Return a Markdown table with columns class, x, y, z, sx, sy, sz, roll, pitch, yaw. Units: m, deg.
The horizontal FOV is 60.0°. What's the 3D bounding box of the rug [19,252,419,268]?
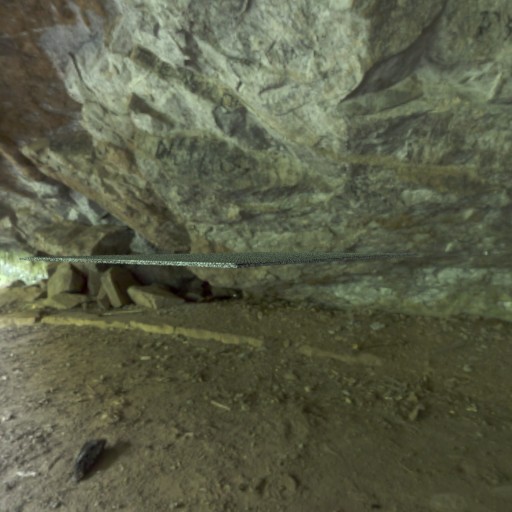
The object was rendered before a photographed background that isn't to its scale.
| class | x | y | z | sx | sy | sz | roll | pitch | yaw |
| --- | --- | --- | --- | --- | --- | --- | --- | --- | --- |
| rug | 0.000 | 0.000 | 3.046 | 1.538 | 0.021 | 2.443 | 1 | 2 | 35 |
